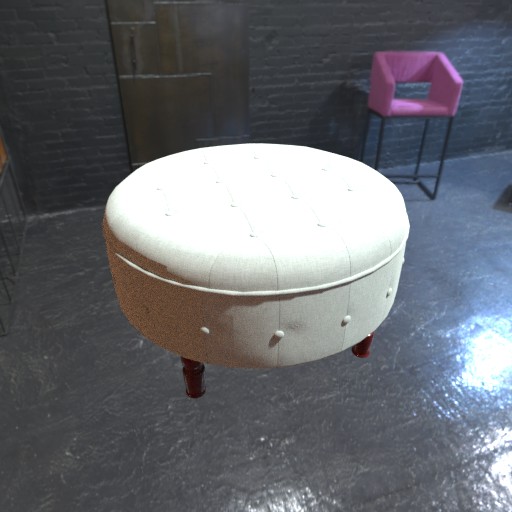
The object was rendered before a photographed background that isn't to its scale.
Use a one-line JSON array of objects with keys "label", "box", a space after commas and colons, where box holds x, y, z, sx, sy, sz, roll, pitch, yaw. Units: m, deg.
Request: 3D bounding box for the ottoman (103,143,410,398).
[{"label": "ottoman", "box": [0.000, 0.000, 1.363, 0.850, 0.483, 0.850, 0, 31, 0]}]
